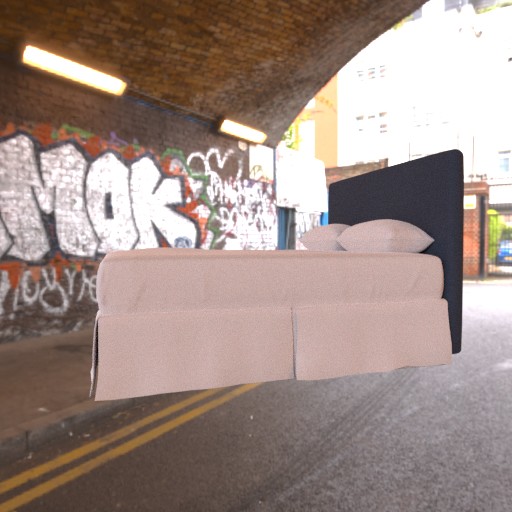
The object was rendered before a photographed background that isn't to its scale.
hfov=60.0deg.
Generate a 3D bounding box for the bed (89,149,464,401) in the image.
[{"bbox_3d":[0.000,0.000,3.135,2.162,1.330,1.713,-1,2,-17],"label":"bed"}]
